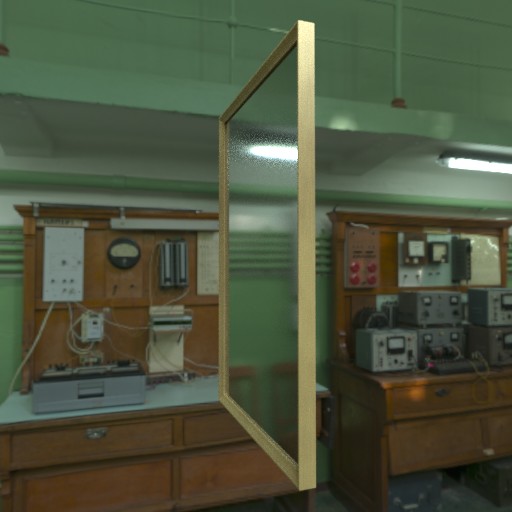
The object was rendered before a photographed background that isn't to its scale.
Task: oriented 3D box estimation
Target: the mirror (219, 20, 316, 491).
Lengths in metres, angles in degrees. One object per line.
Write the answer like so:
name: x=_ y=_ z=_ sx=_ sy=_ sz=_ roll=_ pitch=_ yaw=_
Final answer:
mirror: x=0.000 y=0.000 z=1.154 sx=0.041 sy=0.915 sz=0.609 roll=0 pitch=-1 yaw=-19
